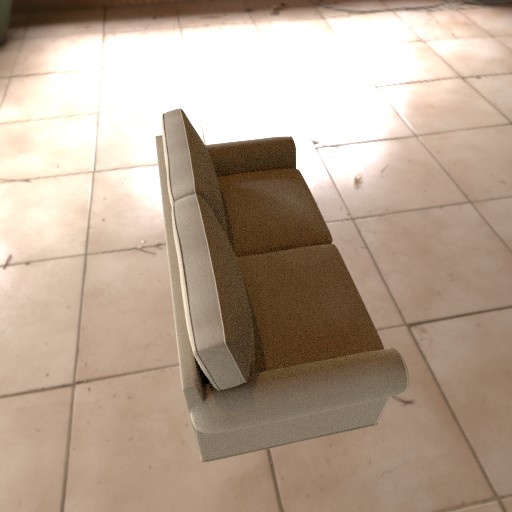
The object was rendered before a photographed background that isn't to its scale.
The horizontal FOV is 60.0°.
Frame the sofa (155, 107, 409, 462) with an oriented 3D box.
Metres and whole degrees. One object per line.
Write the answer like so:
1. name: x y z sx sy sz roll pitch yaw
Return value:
1. sofa: 0.000 0.000 2.292 0.861 0.933 1.774 -9 47 -8
